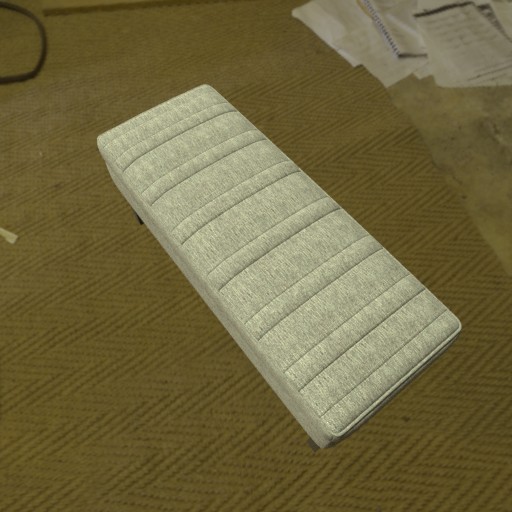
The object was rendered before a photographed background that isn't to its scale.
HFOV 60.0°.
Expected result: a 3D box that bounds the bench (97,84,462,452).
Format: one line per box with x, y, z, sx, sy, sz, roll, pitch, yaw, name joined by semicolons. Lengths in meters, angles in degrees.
0.000;0.000;1.353;0.429;0.470;1.100;-34;65;-18;bench
